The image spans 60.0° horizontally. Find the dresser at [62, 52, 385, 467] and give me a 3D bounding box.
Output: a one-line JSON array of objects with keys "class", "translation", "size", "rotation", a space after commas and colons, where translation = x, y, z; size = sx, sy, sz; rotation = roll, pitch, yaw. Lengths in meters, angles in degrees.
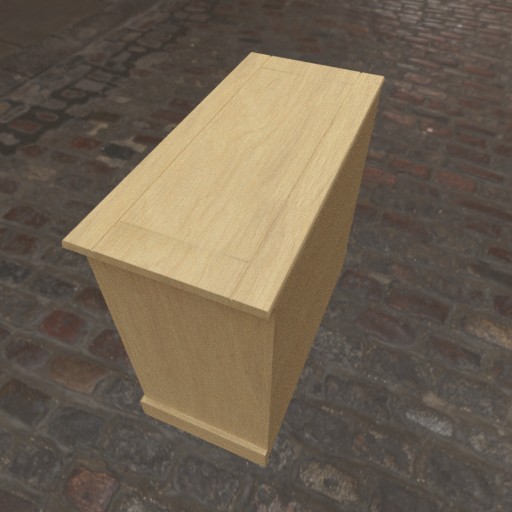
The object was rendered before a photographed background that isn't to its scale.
[{"class": "dresser", "translation": [0.000, 0.000, 1.390], "size": [0.440, 0.835, 0.915], "rotation": [17, 50, 15]}]
